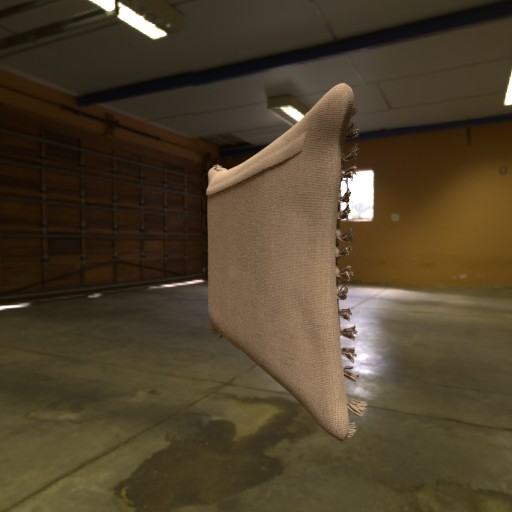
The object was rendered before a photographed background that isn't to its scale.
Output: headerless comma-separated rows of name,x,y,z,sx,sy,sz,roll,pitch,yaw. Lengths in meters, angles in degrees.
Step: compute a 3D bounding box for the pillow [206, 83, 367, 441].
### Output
pillow,0.000,0.000,0.584,0.084,0.305,0.466,-1,2,-19
